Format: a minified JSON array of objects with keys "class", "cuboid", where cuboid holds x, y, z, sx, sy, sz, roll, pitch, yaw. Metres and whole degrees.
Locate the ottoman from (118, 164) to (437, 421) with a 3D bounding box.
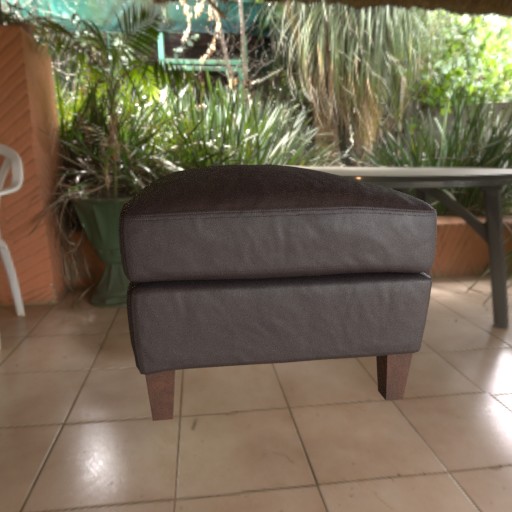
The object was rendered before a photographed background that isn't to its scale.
[{"class":"ottoman","cuboid":[0.000,0.000,1.296,0.659,0.529,0.887,-2,13,-8]}]
